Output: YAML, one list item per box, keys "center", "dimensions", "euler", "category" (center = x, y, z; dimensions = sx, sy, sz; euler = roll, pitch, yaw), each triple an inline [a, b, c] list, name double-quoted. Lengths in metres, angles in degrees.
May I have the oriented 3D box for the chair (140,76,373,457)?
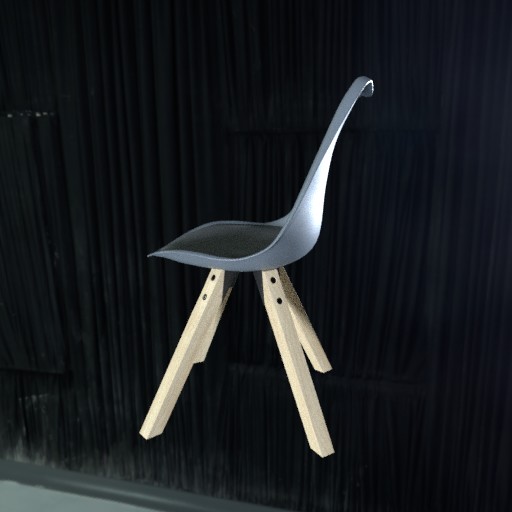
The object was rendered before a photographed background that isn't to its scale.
- center: [0.000, 0.000, 1.178]
  dimensions: [0.550, 0.850, 0.485]
  euler: [2, 14, 9]
  category: "chair"
